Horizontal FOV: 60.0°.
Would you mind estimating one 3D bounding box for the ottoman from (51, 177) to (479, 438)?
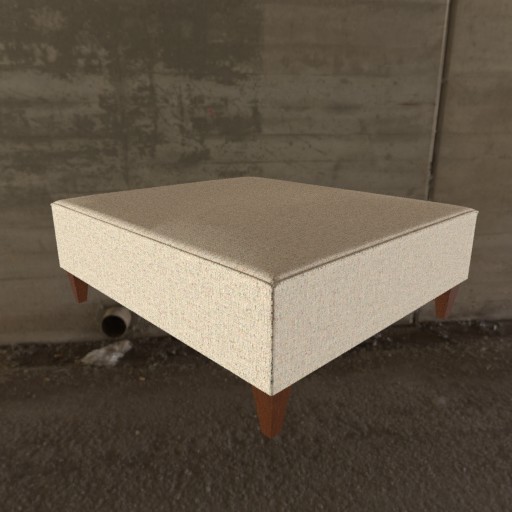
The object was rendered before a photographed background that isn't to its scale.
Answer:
[{"bbox_3d":[0.000,0.000,1.183,0.736,0.303,0.835,-16,24,-41],"label":"ottoman"}]
